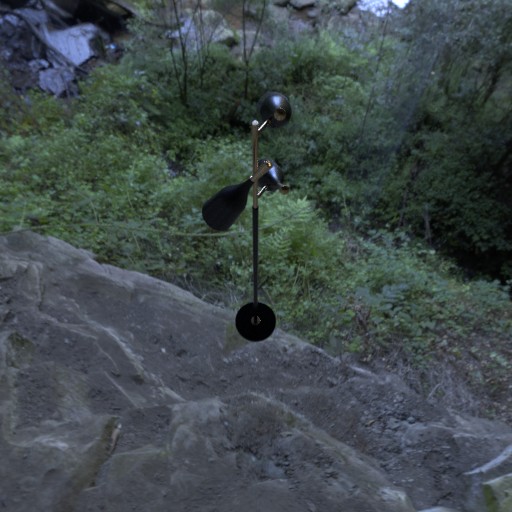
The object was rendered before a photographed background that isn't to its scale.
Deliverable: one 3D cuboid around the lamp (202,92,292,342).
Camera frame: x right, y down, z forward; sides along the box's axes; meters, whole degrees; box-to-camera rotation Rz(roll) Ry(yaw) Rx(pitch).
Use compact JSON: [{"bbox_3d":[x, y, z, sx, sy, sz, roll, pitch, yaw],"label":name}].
[{"bbox_3d":[0.000,0.000,1.956,0.253,1.778,0.434,32,67,15],"label":"lamp"}]
